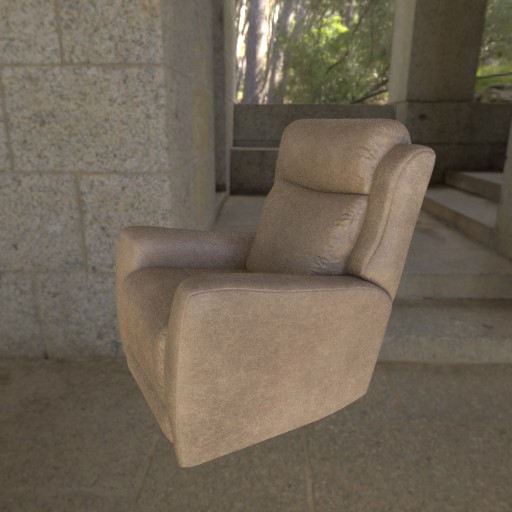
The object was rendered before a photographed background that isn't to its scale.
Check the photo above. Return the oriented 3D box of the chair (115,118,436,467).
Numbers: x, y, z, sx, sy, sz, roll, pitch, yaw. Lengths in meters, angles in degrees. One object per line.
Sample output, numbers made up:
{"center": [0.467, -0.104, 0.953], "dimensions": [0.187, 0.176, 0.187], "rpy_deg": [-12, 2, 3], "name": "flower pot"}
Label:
{"center": [0.000, 0.000, 1.883], "dimensions": [1.068, 1.116, 0.967], "rpy_deg": [-9, 19, -26], "name": "chair"}
